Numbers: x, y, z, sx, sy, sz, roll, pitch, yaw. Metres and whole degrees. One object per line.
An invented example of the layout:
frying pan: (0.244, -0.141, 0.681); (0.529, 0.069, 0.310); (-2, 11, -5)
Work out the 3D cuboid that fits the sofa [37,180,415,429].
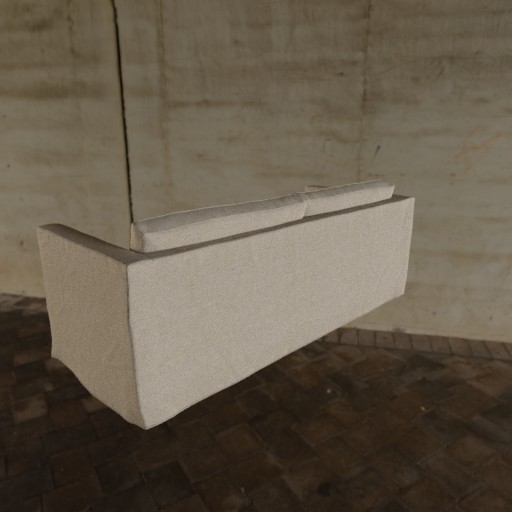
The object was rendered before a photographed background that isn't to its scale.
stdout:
sofa: (0.000, 0.000, 2.769); (2.296, 0.847, 0.956); (-16, 23, -42)
